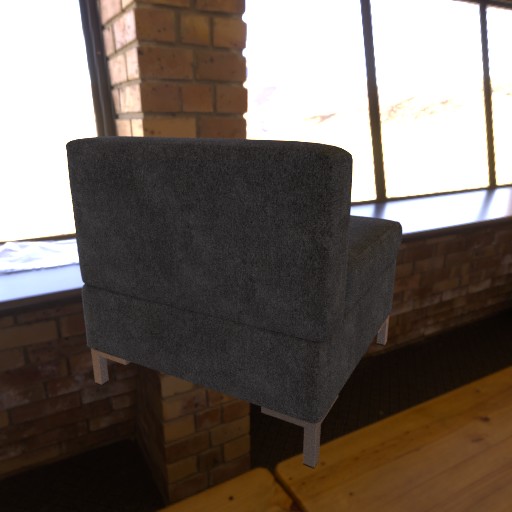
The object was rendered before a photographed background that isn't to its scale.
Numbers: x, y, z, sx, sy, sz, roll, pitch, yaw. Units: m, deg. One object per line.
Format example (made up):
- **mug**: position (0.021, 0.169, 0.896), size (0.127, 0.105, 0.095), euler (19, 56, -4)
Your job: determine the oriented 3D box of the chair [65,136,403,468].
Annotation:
- **chair**: position (0.000, 0.000, 1.243), size (0.680, 0.660, 0.680), euler (9, 19, 28)
